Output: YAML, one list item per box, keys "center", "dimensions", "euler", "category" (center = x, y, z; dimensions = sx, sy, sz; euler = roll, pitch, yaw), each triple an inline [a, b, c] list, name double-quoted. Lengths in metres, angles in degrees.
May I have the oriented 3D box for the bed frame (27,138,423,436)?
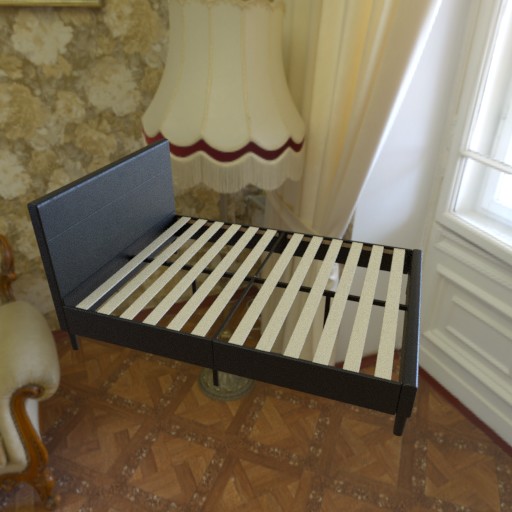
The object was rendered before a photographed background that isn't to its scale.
- center: [0.000, 0.000, 2.969]
  dimensions: [2.152, 1.046, 1.469]
  euler: [10, 31, 17]
  category: "bed frame"
